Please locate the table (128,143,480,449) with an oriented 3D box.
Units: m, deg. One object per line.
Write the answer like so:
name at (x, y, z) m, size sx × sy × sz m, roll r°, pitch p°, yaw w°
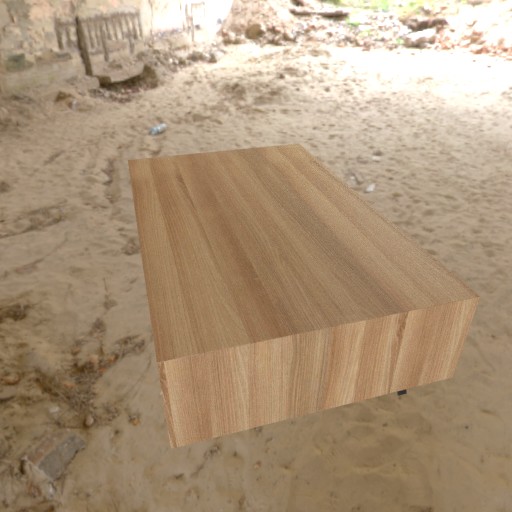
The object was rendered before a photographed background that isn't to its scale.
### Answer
table at (0.000, 0.000, 1.423) m, size 0.700 × 0.330 × 1.100 m, roll -9°, pitch 33°, yaw -14°
